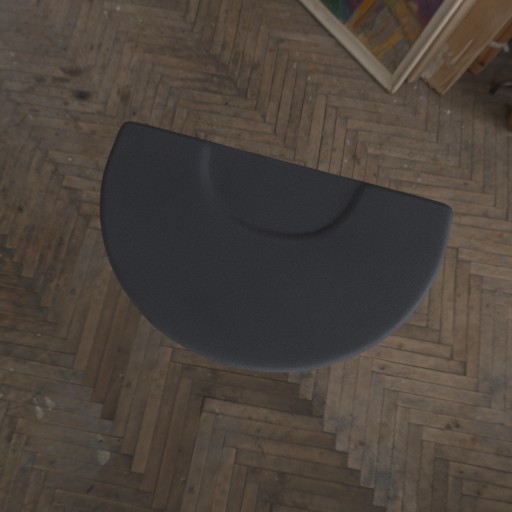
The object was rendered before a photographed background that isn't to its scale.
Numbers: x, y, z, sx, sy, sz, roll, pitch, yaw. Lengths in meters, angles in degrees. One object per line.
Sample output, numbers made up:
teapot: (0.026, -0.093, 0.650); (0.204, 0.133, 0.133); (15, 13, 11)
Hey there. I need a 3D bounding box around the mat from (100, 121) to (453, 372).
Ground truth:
mat: (0.000, 0.000, 1.853); (1.525, 0.022, 0.917); (16, 75, 4)
